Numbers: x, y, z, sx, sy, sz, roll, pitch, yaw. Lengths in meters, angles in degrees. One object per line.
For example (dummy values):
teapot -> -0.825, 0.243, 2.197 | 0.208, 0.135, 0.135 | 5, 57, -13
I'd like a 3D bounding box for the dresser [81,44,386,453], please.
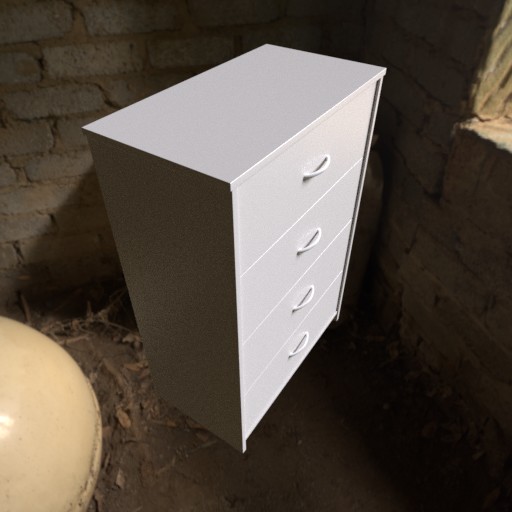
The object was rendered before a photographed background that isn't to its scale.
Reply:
dresser -> 0.000, 0.000, 1.390 | 0.401, 1.021, 0.704 | 24, 47, 25
